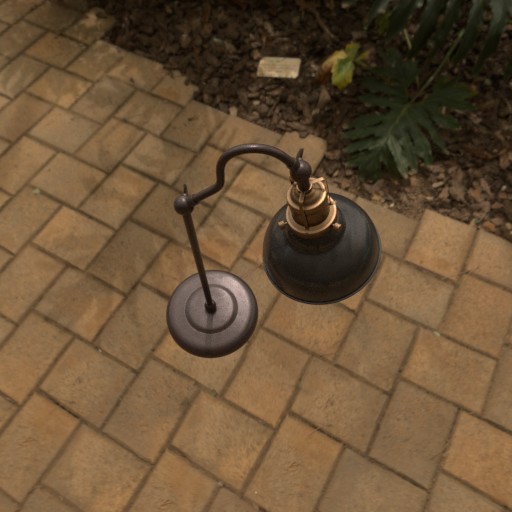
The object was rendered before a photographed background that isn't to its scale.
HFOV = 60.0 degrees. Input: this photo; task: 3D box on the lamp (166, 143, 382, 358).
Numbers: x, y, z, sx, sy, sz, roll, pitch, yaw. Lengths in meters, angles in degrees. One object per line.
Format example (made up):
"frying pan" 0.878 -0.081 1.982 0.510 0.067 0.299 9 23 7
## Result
"lamp" 0.000 0.000 0.702 0.374 0.508 0.192 0 62 0
